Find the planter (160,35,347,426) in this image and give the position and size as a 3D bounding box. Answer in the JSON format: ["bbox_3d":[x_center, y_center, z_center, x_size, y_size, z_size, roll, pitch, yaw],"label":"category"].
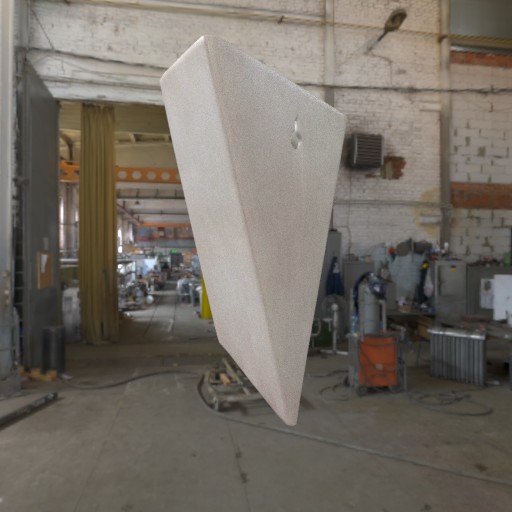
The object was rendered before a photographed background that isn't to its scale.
[{"bbox_3d":[0.000,0.000,0.272,0.060,0.197,0.150,0,0,36],"label":"planter"}]
